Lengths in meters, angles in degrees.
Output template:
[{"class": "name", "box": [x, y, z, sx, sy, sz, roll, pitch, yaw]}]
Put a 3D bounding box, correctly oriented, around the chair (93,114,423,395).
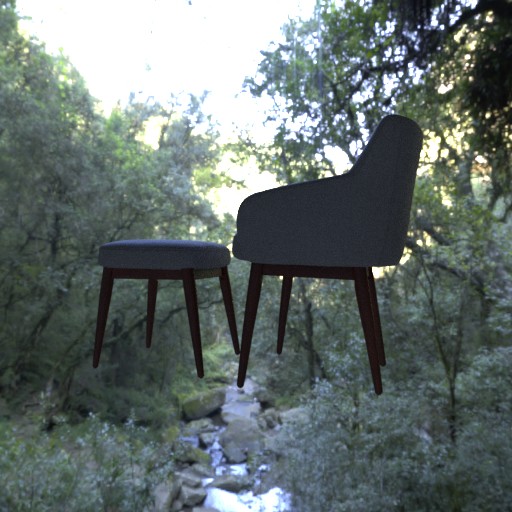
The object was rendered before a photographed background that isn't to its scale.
[{"class": "chair", "box": [0.000, 0.000, 1.571, 1.107, 0.799, 0.584, 0, 1, 18]}]
